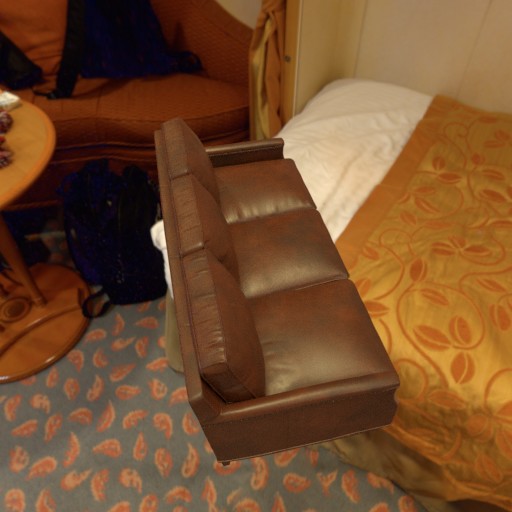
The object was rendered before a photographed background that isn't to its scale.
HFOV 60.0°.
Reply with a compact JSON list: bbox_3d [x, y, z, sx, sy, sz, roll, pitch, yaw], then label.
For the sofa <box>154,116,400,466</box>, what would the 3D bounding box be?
[{"bbox_3d":[0.000,0.000,2.885,1.084,1.003,2.240,-9,48,-9],"label":"sofa"}]
